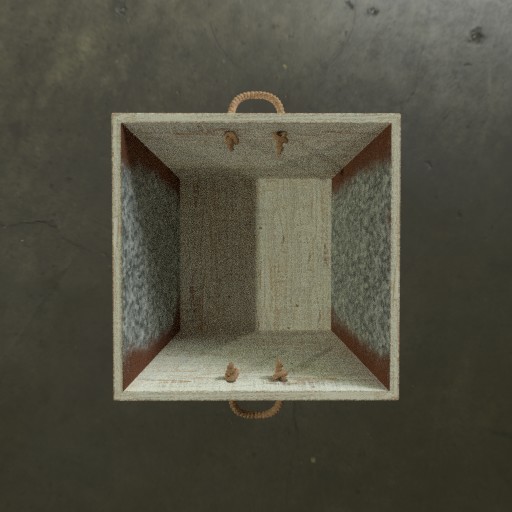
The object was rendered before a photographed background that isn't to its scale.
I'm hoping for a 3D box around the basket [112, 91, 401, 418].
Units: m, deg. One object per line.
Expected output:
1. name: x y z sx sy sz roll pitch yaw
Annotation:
1. basket: 0.000 0.000 0.760 0.413 0.247 0.545 0 91 0
